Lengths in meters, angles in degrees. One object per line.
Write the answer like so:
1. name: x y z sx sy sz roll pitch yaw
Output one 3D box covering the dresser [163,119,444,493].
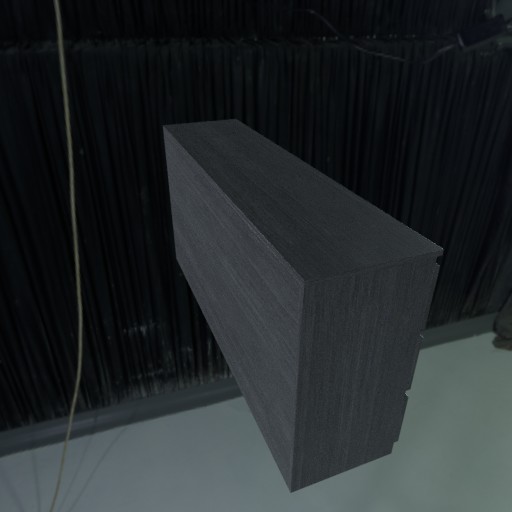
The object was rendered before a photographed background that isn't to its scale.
1. dresser: 0.000 0.000 1.906 0.400 0.795 1.590 -11 31 -19
